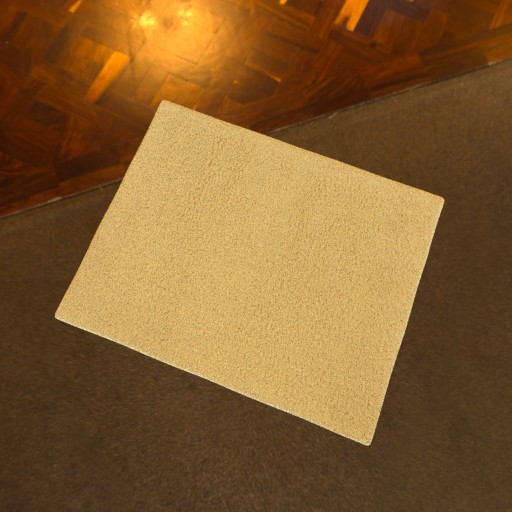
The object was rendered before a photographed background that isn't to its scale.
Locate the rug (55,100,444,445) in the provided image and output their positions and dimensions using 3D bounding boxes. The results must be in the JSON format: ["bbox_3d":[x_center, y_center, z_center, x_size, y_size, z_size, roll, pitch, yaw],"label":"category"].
[{"bbox_3d":[0.000,0.000,4.224,3.047,0.029,2.438,21,77,5],"label":"rug"}]
